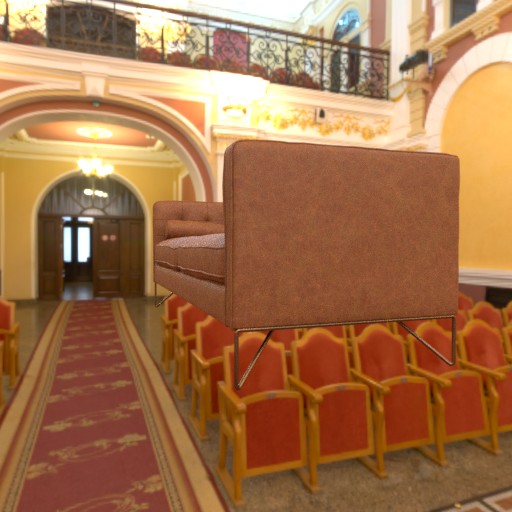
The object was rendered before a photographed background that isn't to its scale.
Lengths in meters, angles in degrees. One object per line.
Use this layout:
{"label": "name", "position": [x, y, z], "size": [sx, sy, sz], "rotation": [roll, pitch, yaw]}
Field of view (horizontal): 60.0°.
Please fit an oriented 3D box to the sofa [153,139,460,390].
{"label": "sofa", "position": [0.000, 0.000, 2.478], "size": [0.912, 0.798, 2.079], "rotation": [0, 1, -20]}
